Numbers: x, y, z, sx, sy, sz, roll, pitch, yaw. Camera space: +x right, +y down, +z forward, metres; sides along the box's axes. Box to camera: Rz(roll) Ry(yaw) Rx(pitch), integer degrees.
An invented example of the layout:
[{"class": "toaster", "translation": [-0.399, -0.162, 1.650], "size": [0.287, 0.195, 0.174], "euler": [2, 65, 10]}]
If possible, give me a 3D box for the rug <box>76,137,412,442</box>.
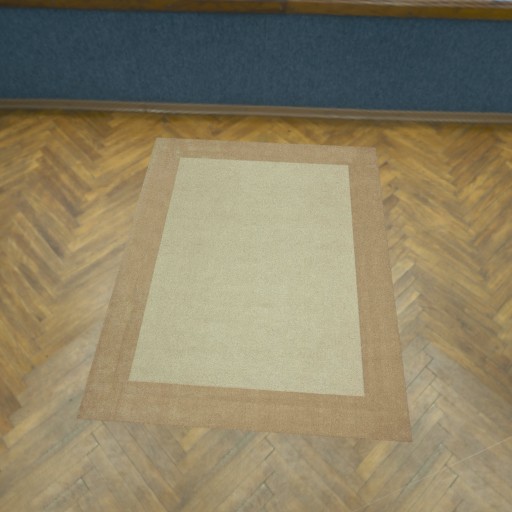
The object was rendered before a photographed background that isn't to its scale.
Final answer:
[{"class": "rug", "translation": [0.000, 0.000, 4.057], "size": [2.438, 0.014, 3.048], "euler": [3, 56, 2]}]
